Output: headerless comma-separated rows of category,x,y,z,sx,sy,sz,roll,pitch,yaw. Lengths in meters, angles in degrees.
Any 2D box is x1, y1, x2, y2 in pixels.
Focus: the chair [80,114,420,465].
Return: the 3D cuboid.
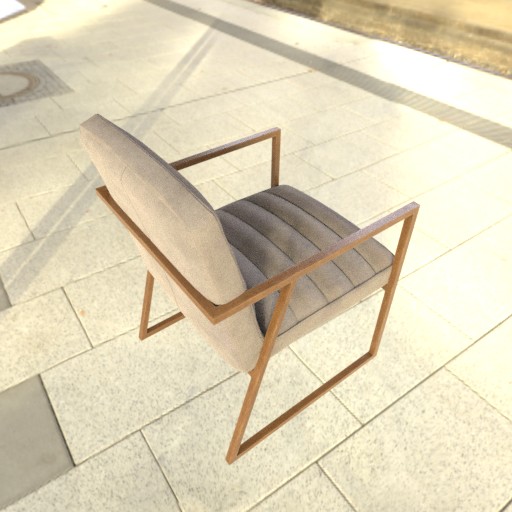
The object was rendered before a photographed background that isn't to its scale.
chair,0.000,0.000,1.296,0.682,0.843,0.578,-26,47,-27
